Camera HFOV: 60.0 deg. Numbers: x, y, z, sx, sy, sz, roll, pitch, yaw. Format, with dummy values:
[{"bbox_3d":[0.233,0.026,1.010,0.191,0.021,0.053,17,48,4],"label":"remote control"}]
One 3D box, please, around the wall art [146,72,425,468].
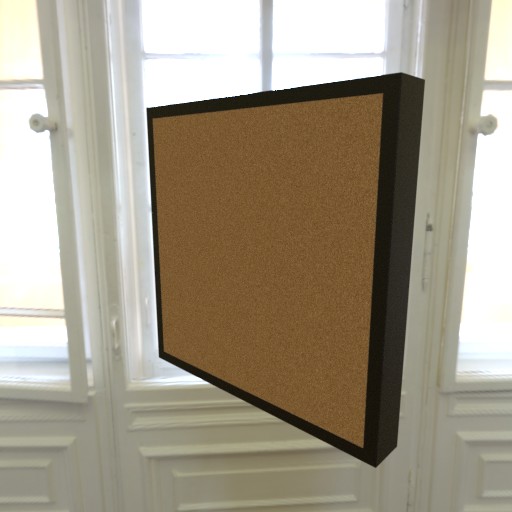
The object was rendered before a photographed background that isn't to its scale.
[{"bbox_3d":[0.000,0.000,0.445,0.304,0.304,0.038,11,17,42],"label":"wall art"}]
